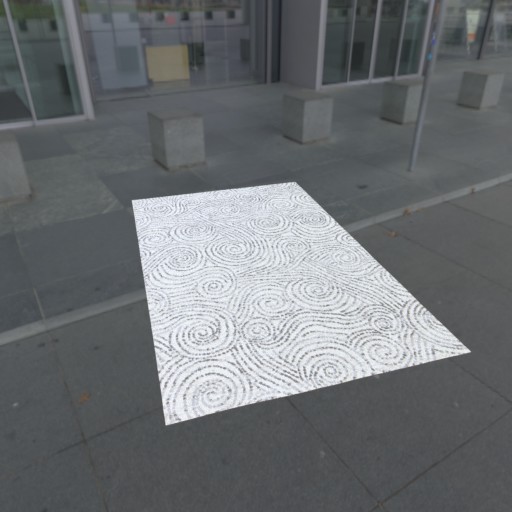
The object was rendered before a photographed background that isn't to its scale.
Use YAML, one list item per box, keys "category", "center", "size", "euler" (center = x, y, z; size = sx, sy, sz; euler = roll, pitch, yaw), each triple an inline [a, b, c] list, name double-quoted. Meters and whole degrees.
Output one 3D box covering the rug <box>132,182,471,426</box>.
- category: "rug"
  center: [0.000, 0.000, 3.036]
  size: [1.524, 0.005, 2.439]
  euler: [-9, 32, -14]
